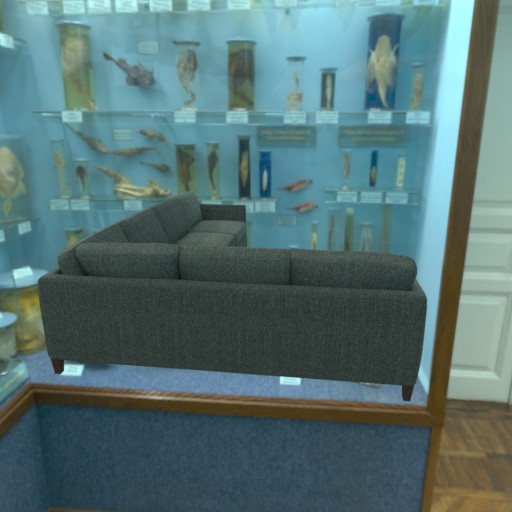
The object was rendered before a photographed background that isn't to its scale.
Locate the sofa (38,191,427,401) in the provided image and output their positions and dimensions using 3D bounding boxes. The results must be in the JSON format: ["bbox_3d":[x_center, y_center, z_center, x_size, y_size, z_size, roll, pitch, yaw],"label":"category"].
[{"bbox_3d":[0.000,0.000,4.439,2.593,0.947,3.302,2,16,8],"label":"sofa"}]
